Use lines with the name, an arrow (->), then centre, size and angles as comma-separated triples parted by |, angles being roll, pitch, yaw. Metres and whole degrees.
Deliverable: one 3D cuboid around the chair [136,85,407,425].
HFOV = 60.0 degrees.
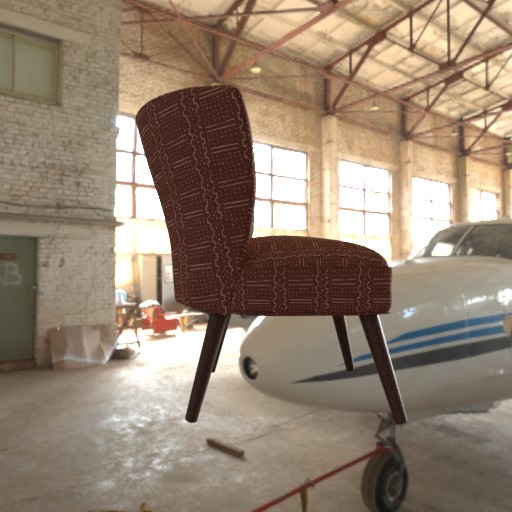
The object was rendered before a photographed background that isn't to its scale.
chair -> 0.000, 0.000, 1.424 | 0.758, 0.866, 0.706 | 0, -2, 0
